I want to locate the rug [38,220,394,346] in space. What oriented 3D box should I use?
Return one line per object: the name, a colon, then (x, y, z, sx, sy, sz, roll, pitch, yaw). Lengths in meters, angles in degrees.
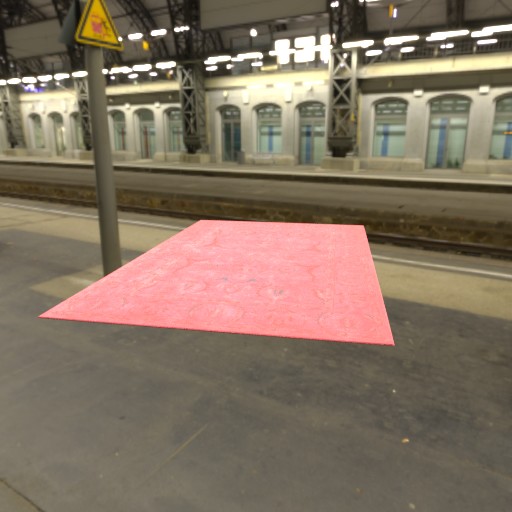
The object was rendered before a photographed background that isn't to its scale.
rug: (0.000, 0.000, 2.992, 1.534, 0.010, 2.423, 3, 15, 10)
